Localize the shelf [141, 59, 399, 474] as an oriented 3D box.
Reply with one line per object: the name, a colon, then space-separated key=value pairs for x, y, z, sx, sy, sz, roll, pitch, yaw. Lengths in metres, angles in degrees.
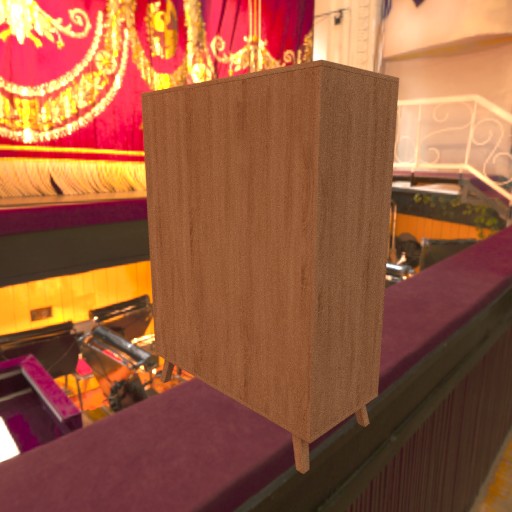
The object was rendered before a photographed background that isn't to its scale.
shelf: x=0.000 y=0.000 z=1.924 sx=0.450 sy=1.390 sz=1.000 roll=-12 pitch=18 yaw=-43
